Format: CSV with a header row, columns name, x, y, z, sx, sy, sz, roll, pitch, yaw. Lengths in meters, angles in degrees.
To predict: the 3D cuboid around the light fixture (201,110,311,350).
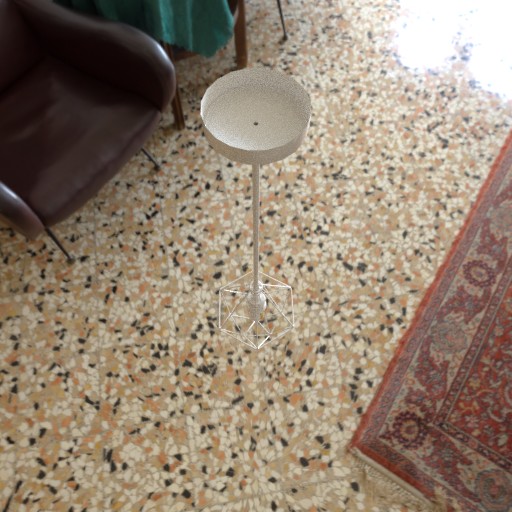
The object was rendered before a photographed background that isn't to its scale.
name,x,y,z,sx,sy,sz,roll,pitch,yaw
light fixture,0.000,0.000,1.963,0.431,1.764,0.487,-1,63,-1
